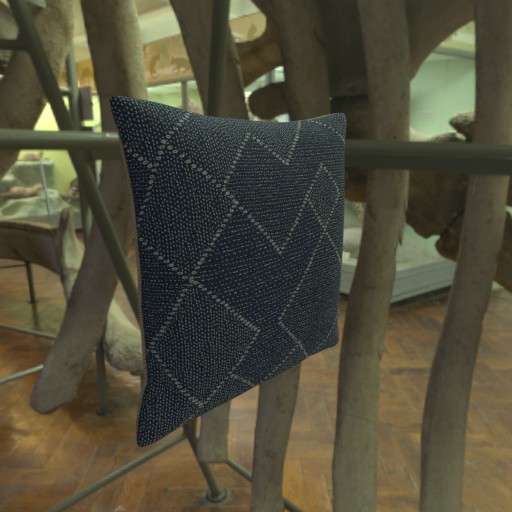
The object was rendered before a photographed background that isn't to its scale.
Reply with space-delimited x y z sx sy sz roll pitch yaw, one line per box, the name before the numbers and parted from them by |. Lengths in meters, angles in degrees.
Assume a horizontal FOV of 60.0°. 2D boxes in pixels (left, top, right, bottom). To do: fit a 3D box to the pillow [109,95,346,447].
pillow | 0.000 0.000 0.665 0.435 0.428 0.148 -14 20 -43
